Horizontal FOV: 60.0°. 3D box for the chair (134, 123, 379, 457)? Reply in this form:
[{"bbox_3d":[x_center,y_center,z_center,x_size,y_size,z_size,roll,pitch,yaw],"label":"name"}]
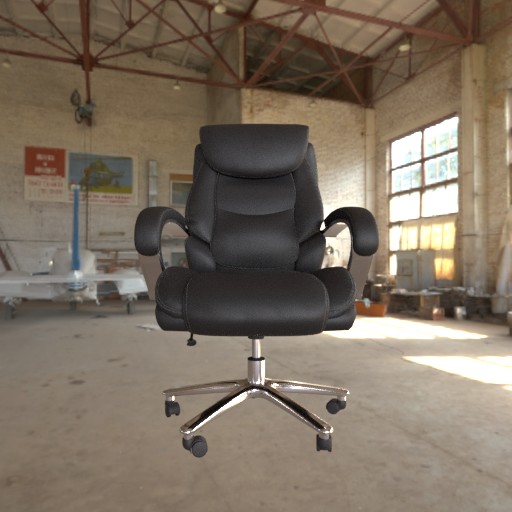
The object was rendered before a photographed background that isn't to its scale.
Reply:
[{"bbox_3d":[0.000,0.000,1.629,0.755,1.183,0.790,0,-1,0],"label":"chair"}]
